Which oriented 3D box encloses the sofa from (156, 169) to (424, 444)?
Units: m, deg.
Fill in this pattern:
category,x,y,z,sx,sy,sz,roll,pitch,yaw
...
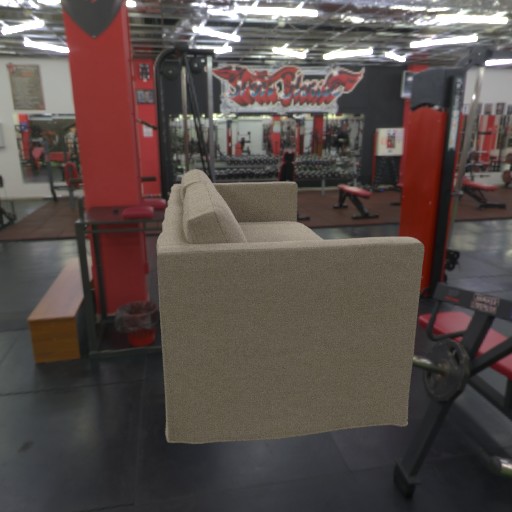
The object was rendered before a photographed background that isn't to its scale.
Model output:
category,x,y,z,sx,sy,sz,roll,pitch,yaw
sofa,0.000,0.000,2.466,0.956,0.847,1.987,-2,16,-8
